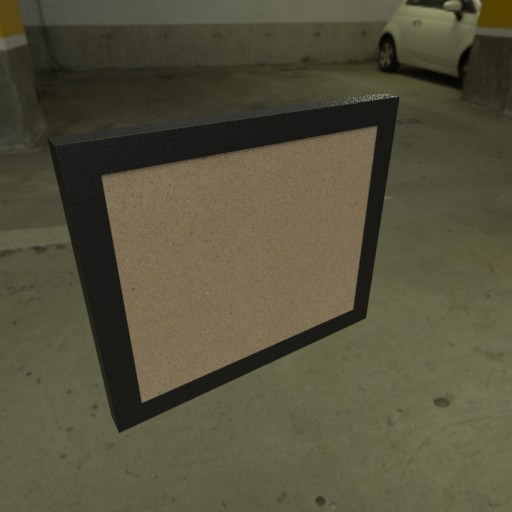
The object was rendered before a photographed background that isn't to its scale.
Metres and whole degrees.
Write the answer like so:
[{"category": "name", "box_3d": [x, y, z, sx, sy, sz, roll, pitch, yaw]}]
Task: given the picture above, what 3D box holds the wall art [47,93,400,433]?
[{"category": "wall art", "box_3d": [0.000, 0.000, 0.513, 0.381, 0.321, 0.028, -18, 34, -28]}]
